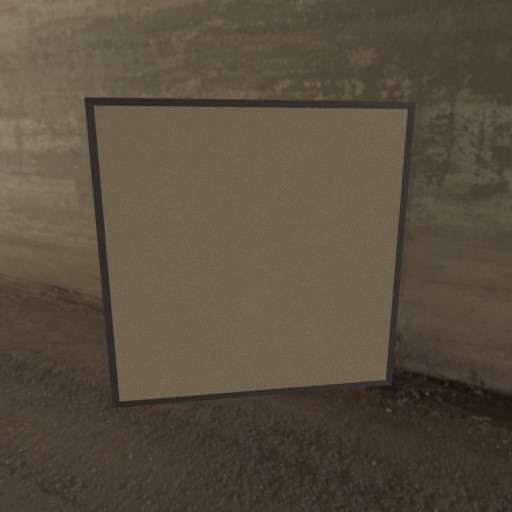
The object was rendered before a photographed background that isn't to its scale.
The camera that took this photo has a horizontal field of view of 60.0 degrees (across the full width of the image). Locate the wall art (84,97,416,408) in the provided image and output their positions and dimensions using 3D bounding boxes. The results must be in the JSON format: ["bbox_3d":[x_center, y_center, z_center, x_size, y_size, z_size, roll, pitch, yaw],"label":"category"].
[{"bbox_3d":[0.000,0.000,0.455,0.302,0.300,0.036,-2,15,-8],"label":"wall art"}]
